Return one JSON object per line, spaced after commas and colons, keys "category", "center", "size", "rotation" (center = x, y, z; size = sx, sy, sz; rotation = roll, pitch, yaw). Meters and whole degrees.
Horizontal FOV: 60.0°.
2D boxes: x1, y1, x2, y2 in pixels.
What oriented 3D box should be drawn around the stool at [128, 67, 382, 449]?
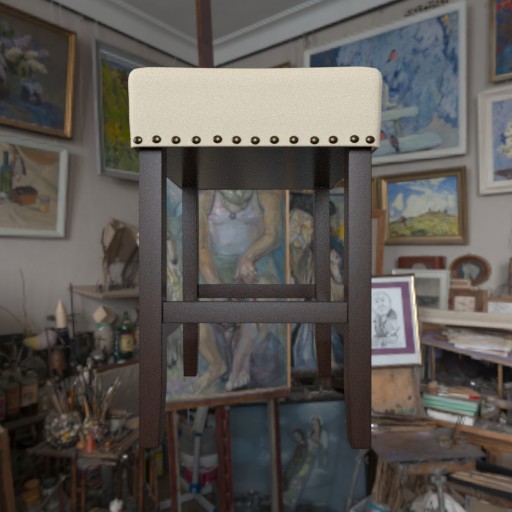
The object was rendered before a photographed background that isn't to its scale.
{"category": "stool", "center": [0.000, 0.000, 0.919], "size": [0.401, 0.609, 0.471], "rotation": [0, 0, 0]}
